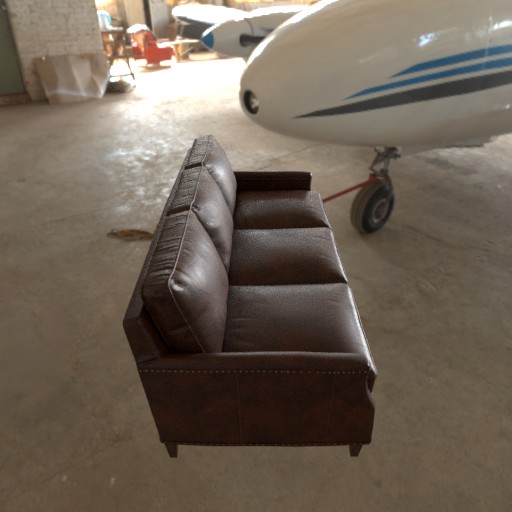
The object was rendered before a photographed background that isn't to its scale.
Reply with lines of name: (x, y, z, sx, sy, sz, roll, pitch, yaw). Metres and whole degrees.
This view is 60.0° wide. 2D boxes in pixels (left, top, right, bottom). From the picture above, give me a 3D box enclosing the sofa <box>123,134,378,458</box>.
sofa: (0.000, 0.000, 2.823, 1.084, 1.003, 2.240, 0, 32, 0)
